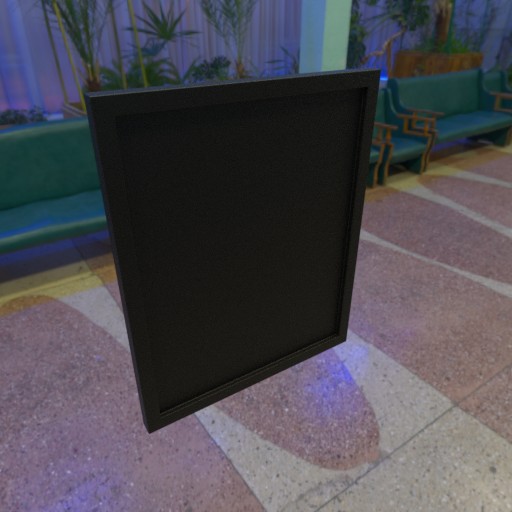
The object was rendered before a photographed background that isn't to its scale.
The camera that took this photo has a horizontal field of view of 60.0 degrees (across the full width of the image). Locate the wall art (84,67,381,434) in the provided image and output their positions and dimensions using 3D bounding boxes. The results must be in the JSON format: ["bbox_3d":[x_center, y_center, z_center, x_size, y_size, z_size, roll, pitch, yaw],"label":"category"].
[{"bbox_3d":[0.000,0.000,0.747,0.457,0.559,0.028,-17,34,-28],"label":"wall art"}]
